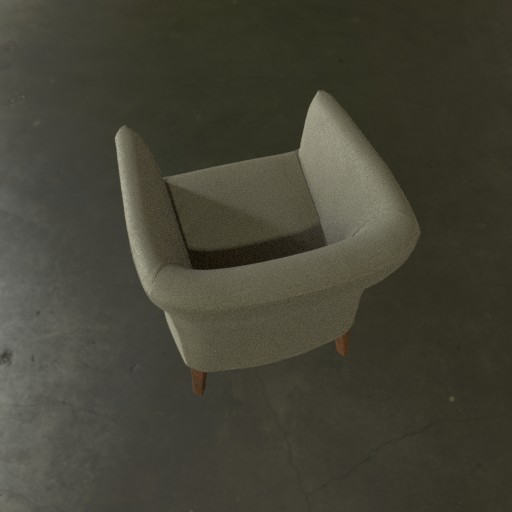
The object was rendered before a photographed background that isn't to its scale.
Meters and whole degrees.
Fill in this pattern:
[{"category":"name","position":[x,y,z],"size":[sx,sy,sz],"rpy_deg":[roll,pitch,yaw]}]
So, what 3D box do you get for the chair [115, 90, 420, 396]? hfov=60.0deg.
[{"category":"chair","position":[0.000,0.000,1.265],"size":[0.600,0.771,0.668],"rpy_deg":[-13,58,-8]}]
